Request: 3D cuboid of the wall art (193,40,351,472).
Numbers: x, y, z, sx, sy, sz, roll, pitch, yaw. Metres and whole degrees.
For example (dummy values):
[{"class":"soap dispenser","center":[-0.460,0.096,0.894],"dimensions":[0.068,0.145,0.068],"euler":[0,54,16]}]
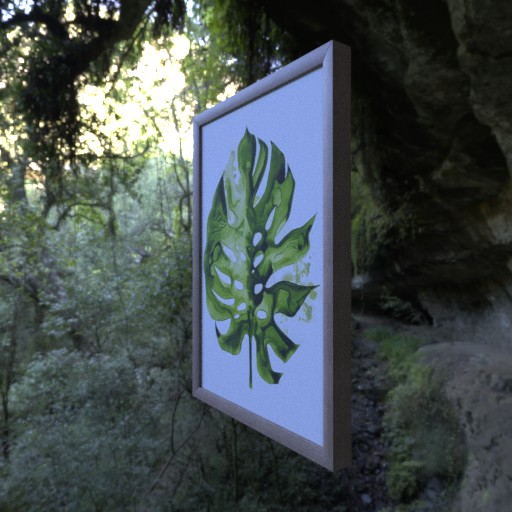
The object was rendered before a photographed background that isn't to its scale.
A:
[{"class":"wall art","center":[0.000,0.000,0.674],"dimensions":[0.031,0.509,0.356],"euler":[0,0,-35]}]
